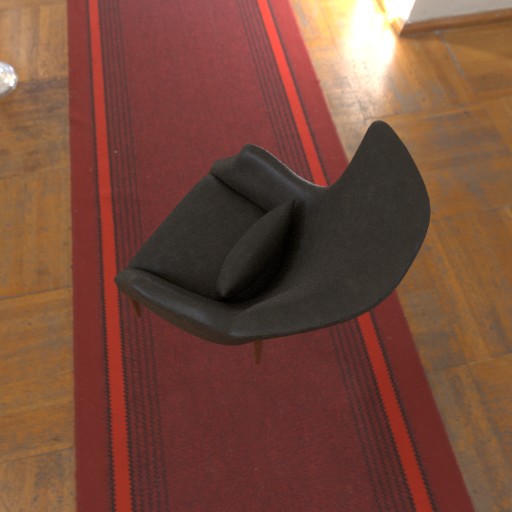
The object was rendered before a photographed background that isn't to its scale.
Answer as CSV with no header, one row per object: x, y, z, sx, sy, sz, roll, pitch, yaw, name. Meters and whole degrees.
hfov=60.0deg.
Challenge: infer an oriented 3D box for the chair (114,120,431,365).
0.000,0.000,1.700,0.954,1.068,0.819,31,68,14,chair
